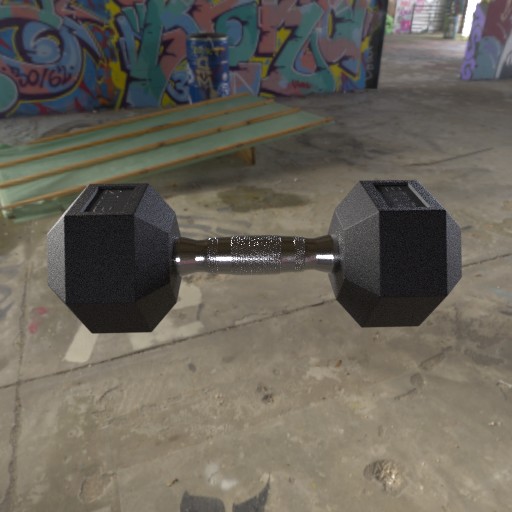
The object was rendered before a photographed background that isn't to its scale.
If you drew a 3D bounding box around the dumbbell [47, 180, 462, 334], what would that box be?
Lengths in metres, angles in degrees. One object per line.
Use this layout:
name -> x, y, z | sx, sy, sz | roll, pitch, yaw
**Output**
dumbbell -> 0.000, 0.000, 0.348 | 0.297, 0.101, 0.116 | -1, 30, -2
